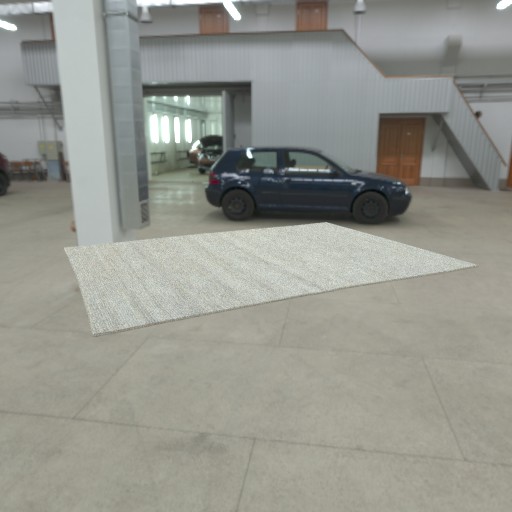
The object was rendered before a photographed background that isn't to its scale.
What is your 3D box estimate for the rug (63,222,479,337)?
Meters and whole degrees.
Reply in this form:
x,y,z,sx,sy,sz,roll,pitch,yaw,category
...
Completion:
x,y,z,sx,sy,sz,roll,pitch,yaw,category
0.000,0.000,2.936,2.264,0.030,1.624,-7,16,-25,rug
